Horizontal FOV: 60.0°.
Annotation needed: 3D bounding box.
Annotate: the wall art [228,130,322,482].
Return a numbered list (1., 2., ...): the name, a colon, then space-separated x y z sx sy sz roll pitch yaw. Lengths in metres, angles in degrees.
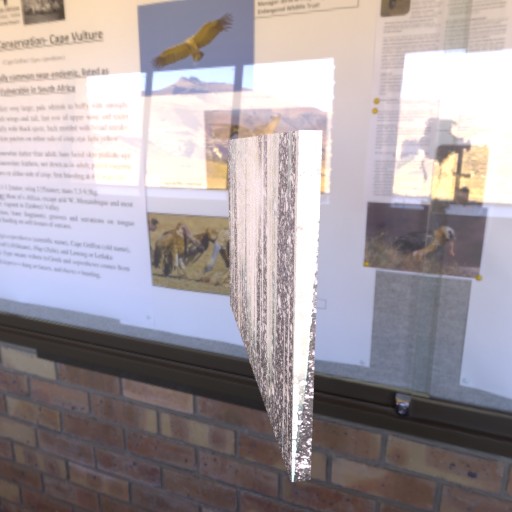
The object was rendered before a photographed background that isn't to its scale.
1. wall art: 0.000 0.000 1.154 0.038 0.598 0.919 -2 14 -9
